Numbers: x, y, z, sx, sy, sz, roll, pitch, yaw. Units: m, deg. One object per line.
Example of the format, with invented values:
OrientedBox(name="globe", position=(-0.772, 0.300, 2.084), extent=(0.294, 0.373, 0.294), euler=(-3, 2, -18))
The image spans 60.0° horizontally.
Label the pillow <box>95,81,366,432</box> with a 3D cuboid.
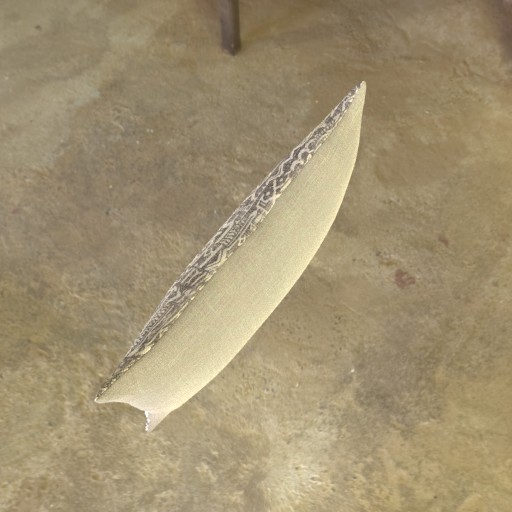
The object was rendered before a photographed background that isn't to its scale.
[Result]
OrientedBox(name="pillow", position=(0.000, 0.000, 0.730), extent=(0.148, 0.290, 0.631), euler=(33, 68, 15))
